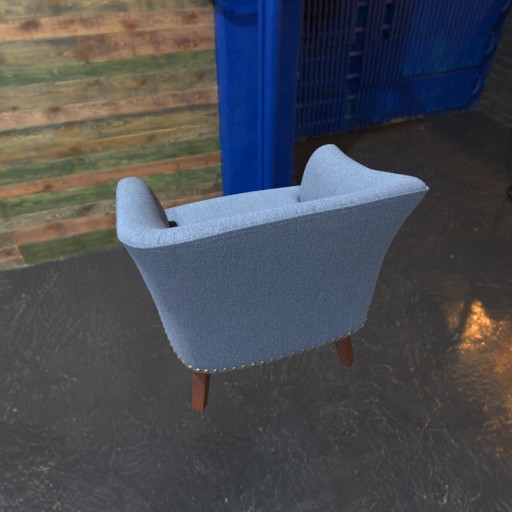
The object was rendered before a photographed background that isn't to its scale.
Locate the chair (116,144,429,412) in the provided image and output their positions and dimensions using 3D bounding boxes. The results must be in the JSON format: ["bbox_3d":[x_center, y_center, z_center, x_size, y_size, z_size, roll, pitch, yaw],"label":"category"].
[{"bbox_3d":[0.000,0.000,1.403,0.772,0.815,0.704,-12,43,-14],"label":"chair"}]
